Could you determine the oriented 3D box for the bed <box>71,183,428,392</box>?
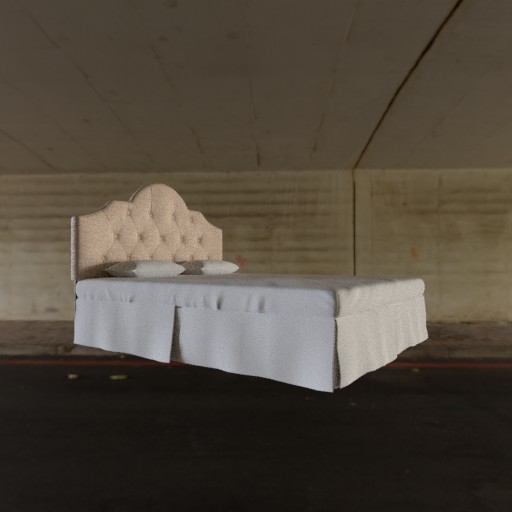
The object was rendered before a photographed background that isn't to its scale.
[{"bbox_3d":[0.000,0.000,3.095,1.970,1.194,1.667,0,-1,34],"label":"bed"}]
